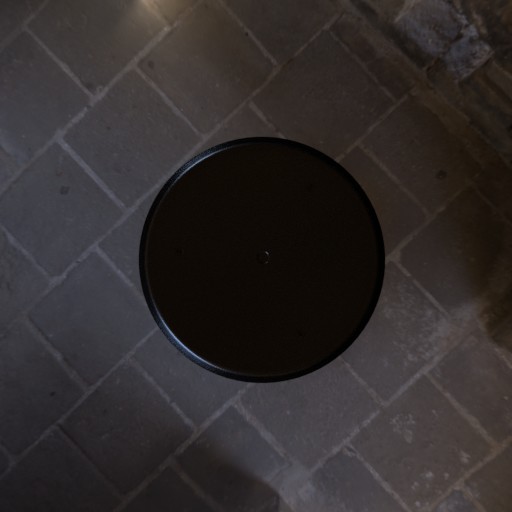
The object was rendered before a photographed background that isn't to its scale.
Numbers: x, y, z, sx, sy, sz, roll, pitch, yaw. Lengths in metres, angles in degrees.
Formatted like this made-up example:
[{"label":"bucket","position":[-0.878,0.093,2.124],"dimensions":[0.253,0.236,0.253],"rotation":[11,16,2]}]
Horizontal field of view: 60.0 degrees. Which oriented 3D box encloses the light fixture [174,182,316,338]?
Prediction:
[{"label":"light fixture","position":[0.000,0.000,1.705],"dimensions":[0.605,1.410,0.608],"rotation":[0,91,1]}]
